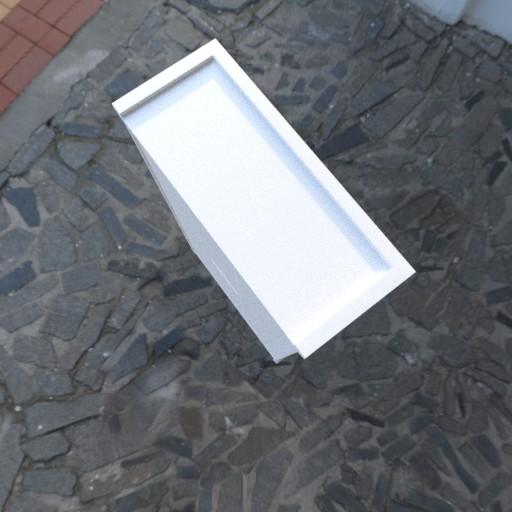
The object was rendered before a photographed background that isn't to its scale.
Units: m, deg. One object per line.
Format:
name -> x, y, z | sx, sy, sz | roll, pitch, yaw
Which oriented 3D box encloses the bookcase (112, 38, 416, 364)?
bookcase -> 0.000, 0.000, 2.332 | 0.432, 1.880, 1.050 | -36, 78, -9
